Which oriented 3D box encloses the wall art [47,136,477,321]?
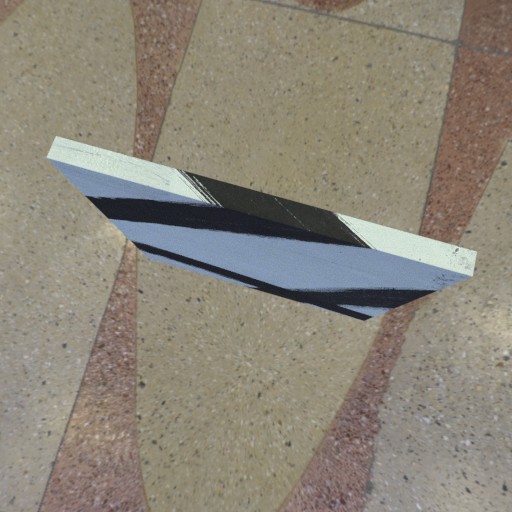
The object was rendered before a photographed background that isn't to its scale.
[{"bbox_3d":[0.000,0.000,1.139,0.765,0.765,0.046,16,77,4],"label":"wall art"}]
